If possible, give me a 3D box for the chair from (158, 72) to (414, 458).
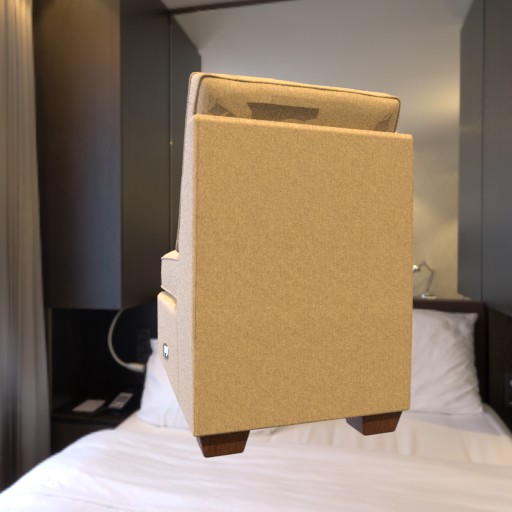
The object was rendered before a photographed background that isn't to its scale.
[{"bbox_3d":[0.000,0.000,1.688,0.674,1.058,1.020,0,0,-18],"label":"chair"}]
